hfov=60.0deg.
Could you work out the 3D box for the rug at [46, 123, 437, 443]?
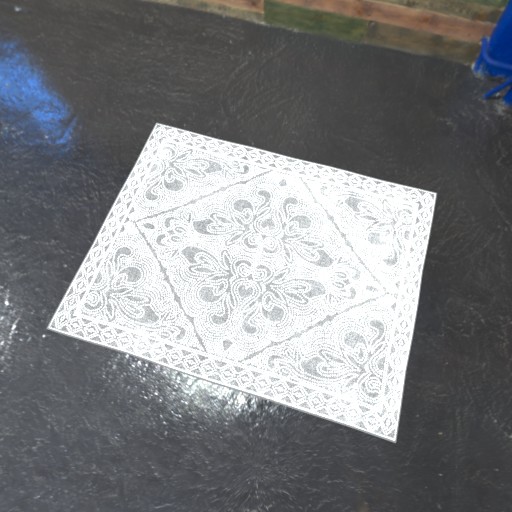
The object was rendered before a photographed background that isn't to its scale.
[{"bbox_3d":[0.000,0.000,4.120,3.048,0.012,2.438,16,65,8],"label":"rug"}]
